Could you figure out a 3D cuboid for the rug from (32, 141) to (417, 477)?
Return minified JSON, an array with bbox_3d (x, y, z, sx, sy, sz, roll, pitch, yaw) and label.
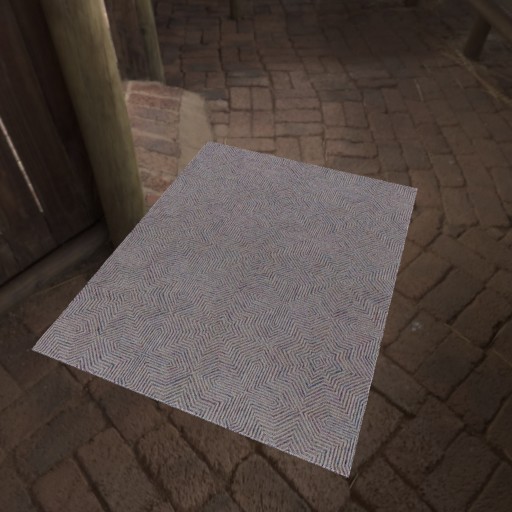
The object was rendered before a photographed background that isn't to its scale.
[{"bbox_3d":[0.000,0.000,4.003,2.442,0.008,3.046,16,49,15],"label":"rug"}]
